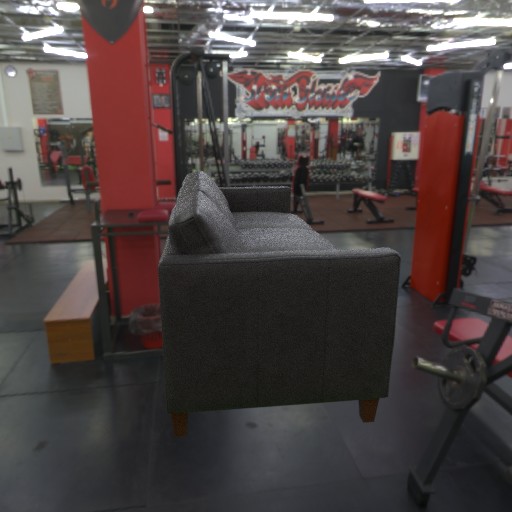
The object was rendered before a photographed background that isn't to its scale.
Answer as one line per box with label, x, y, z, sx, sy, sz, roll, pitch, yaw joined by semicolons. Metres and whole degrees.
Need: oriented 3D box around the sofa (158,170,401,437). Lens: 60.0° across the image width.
sofa;0.000;0.000;2.982;1.045;1.006;2.464;-2;15;-7
